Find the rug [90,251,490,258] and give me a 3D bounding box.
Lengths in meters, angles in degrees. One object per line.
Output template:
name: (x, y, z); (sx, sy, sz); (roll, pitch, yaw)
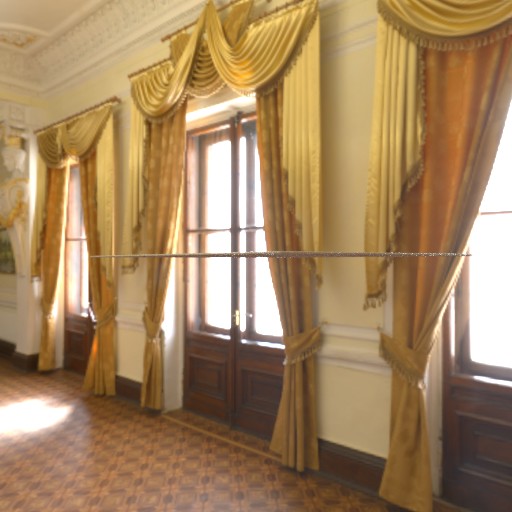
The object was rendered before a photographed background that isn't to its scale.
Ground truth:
rug: (0.000, 0.000, 1.092); (0.556, 0.004, 0.868); (0, -1, -36)
